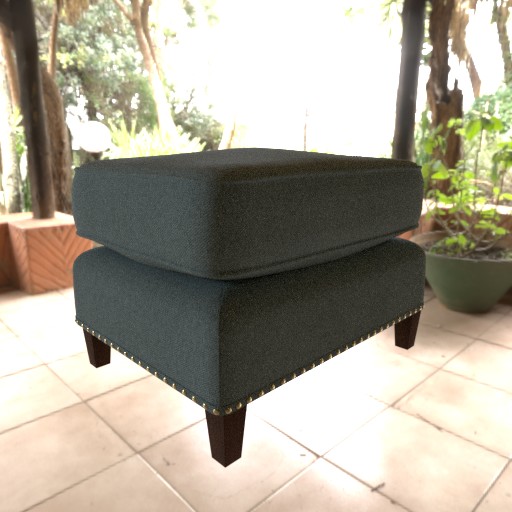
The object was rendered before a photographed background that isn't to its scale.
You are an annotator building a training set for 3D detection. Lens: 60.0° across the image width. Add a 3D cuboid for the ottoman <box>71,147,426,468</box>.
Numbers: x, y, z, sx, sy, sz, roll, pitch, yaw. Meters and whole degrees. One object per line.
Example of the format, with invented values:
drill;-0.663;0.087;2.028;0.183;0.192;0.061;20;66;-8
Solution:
ottoman;0.000;0.000;1.126;0.738;0.537;0.589;-13;19;-43
